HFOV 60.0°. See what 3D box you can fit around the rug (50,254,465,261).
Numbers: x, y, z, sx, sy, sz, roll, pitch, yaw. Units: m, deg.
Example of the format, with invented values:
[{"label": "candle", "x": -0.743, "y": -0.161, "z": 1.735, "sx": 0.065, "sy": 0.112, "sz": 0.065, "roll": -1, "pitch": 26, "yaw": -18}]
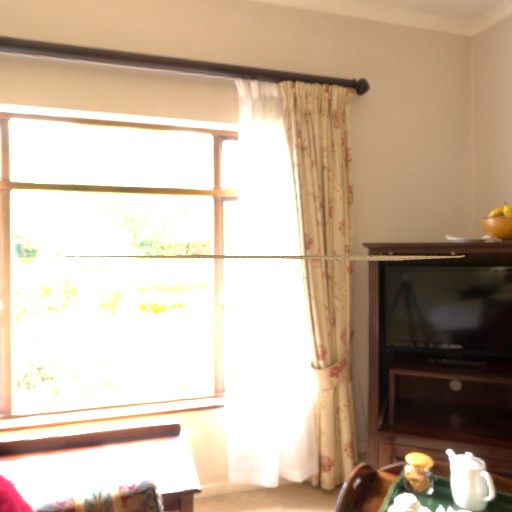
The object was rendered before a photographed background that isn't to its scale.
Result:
[{"label": "rug", "x": 0.000, "y": 0.000, "z": 2.330, "sx": 1.828, "sy": 0.019, "sz": 1.209, "roll": 0, "pitch": 0, "yaw": 34}]
